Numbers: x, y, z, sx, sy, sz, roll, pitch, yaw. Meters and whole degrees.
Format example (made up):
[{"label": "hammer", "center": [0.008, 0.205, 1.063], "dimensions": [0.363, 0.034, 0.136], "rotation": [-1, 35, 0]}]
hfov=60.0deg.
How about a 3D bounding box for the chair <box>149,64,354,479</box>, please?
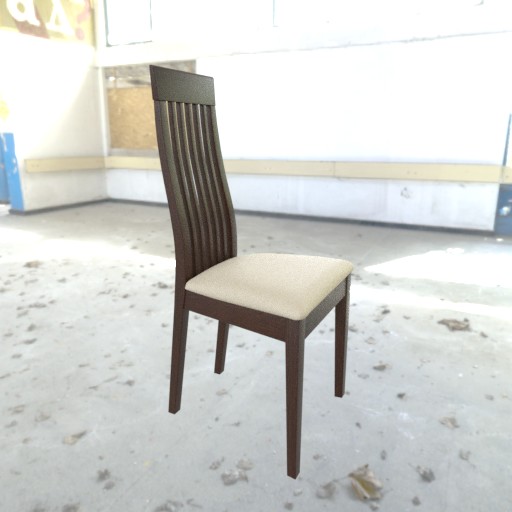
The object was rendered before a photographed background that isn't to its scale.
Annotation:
[{"label": "chair", "center": [0.000, 0.000, 1.291], "dimensions": [0.474, 1.027, 0.460], "rotation": [8, 17, 26]}]
